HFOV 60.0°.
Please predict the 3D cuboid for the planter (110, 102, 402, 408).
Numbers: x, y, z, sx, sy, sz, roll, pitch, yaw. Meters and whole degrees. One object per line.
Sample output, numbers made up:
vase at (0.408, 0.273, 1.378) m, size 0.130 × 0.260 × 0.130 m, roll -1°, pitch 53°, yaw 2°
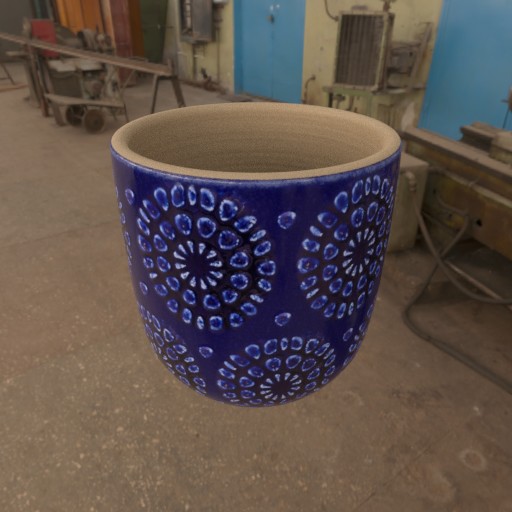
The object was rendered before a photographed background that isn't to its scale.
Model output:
planter at (0.000, 0.000, 0.197) m, size 0.109 × 0.112 × 0.109 m, roll 0°, pitch 30°, yaw 0°
